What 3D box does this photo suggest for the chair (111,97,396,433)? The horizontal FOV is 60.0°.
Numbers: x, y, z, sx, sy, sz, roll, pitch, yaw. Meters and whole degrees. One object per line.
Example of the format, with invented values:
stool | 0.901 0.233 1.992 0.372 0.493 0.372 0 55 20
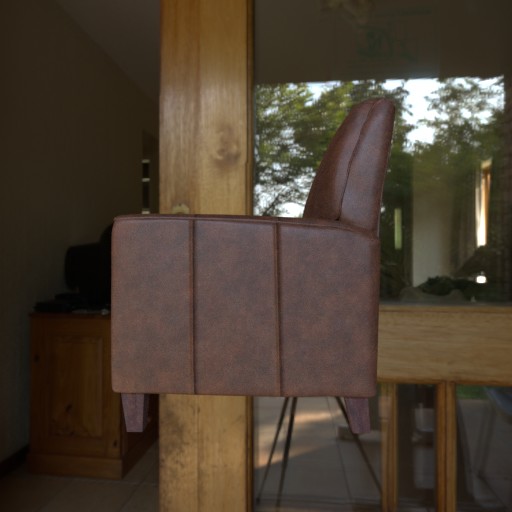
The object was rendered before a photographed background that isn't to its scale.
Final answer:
chair | 0.000 0.000 1.633 0.850 1.010 0.839 0 0 1
